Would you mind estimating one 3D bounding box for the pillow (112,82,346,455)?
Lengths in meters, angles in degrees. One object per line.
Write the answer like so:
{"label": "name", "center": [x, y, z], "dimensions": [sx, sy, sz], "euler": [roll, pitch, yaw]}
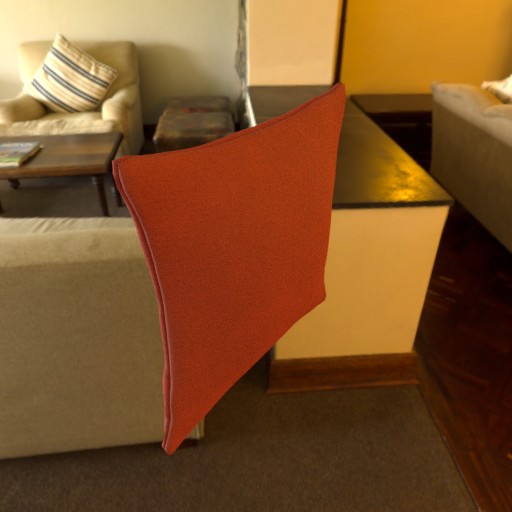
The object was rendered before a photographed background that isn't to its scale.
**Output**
{"label": "pillow", "center": [0.000, 0.000, 0.642], "dimensions": [0.151, 0.416, 0.435], "euler": [22, 38, 30]}
